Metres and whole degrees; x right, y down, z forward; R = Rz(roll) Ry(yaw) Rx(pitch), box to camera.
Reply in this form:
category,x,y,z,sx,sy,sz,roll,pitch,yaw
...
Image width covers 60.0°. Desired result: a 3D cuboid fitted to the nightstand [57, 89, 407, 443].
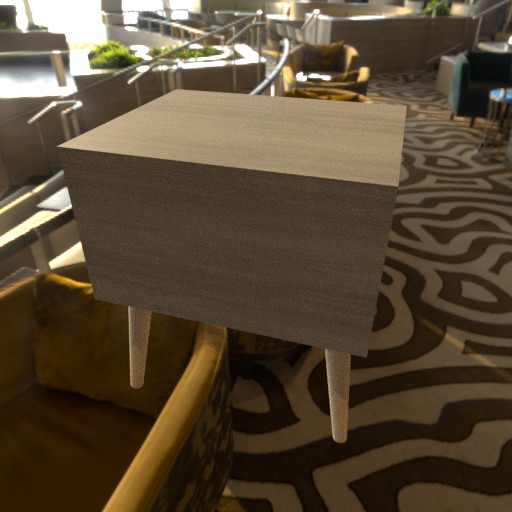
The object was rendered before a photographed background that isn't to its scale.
category,x,y,z,sx,sy,sz,roll,pitch,yaw
nightstand,0.000,0.000,0.835,0.450,0.500,0.380,10,34,15
